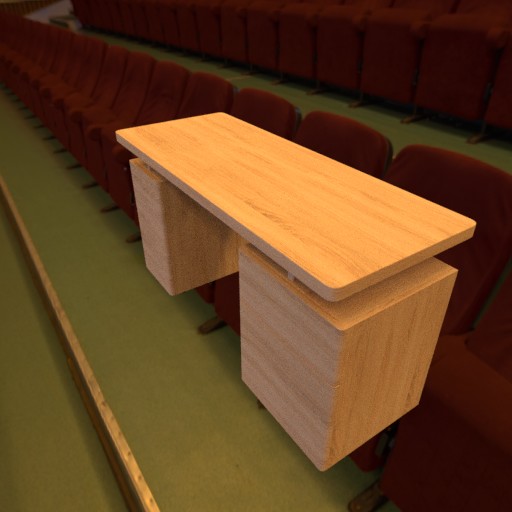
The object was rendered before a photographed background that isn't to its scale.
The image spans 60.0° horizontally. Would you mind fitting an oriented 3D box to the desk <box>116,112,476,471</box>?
[{"bbox_3d":[0.000,0.000,1.789,0.550,0.760,1.400,-20,38,-28],"label":"desk"}]
